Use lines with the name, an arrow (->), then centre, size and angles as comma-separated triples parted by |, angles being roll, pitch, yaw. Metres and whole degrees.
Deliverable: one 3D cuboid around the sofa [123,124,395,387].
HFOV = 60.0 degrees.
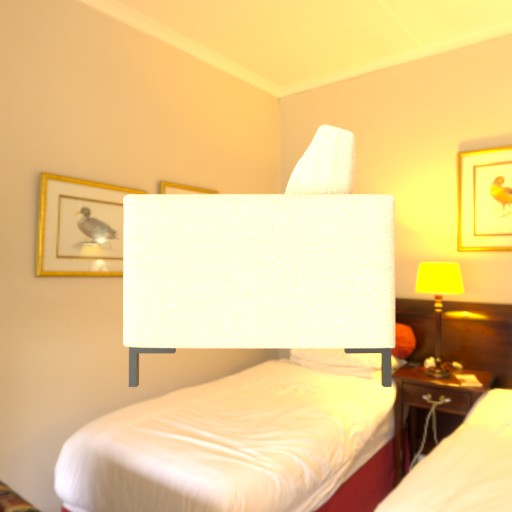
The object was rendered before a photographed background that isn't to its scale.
sofa -> 0.000, 0.000, 2.118 | 0.839, 0.812, 1.651 | 0, -1, 0
